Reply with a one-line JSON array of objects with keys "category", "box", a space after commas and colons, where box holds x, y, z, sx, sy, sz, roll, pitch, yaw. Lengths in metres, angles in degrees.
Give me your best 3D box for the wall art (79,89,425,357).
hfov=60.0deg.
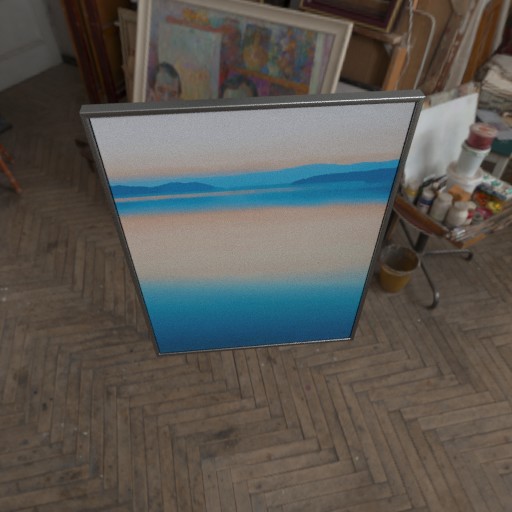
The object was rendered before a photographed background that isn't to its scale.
[{"category": "wall art", "box": [0.000, 0.000, 1.420, 0.801, 1.062, 0.037, -4, 47, -4]}]
